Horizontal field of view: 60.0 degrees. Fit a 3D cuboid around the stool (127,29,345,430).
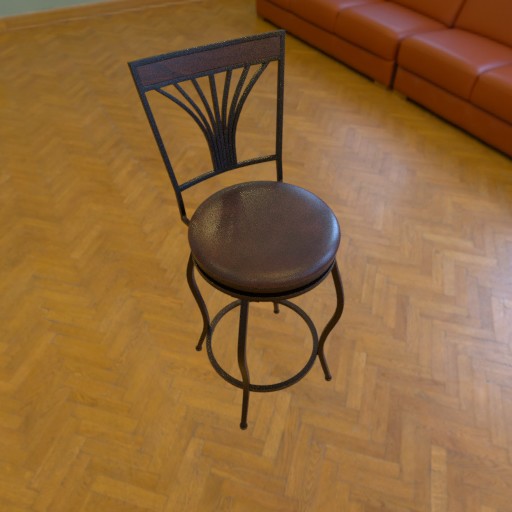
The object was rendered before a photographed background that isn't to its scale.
[{"bbox_3d":[0.000,0.000,1.370,0.433,1.117,0.514,-23,49,-21],"label":"stool"}]
